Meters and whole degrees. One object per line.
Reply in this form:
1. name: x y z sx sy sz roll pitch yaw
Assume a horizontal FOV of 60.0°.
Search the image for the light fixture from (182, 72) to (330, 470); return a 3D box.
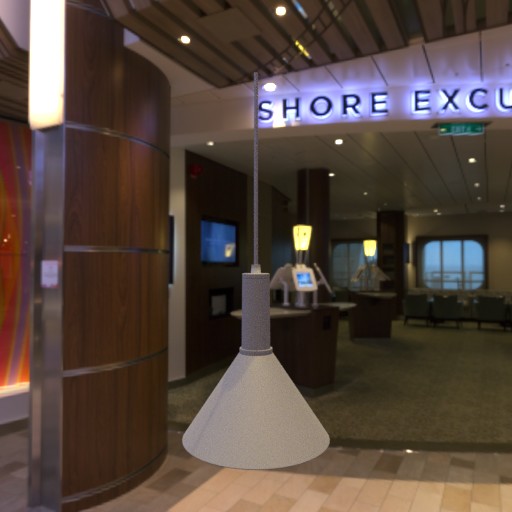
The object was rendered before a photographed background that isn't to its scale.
1. light fixture: 0.000 0.000 0.820 0.267 0.683 0.267 0 -1 -18
